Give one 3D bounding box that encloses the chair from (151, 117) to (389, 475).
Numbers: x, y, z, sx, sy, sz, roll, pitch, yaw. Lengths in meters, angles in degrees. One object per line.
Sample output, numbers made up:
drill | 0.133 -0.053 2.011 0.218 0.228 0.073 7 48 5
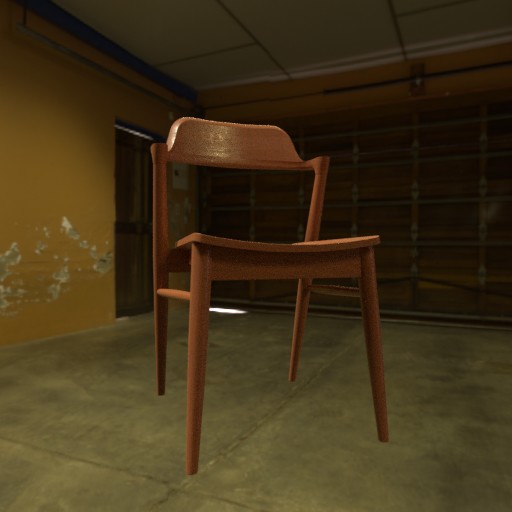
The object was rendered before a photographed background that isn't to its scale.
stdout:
chair | 0.000 0.000 1.117 0.496 0.801 0.499 0 0 -19
